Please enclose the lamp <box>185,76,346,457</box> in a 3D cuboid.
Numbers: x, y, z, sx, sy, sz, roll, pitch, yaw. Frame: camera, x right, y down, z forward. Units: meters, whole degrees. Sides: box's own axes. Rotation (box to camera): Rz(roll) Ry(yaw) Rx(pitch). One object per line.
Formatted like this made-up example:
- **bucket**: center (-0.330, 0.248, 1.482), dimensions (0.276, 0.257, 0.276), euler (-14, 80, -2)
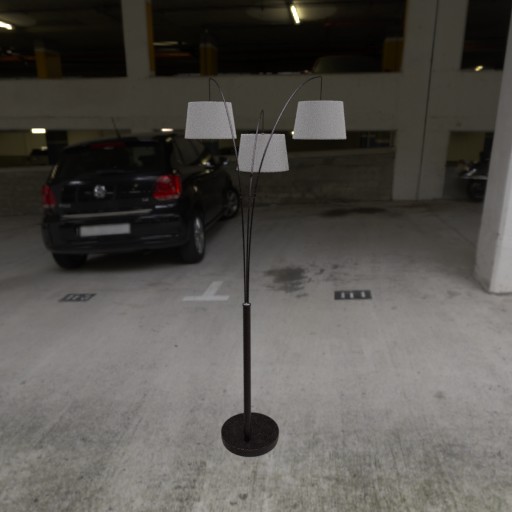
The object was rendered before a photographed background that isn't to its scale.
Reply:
- **lamp**: center (0.000, 0.000, 2.510), dimensions (0.951, 1.950, 0.924), euler (3, 16, 9)
